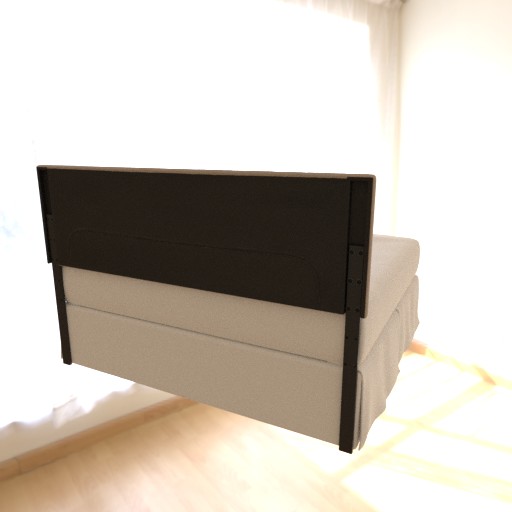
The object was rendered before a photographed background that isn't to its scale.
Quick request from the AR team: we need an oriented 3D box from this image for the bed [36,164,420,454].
[{"bbox_3d":[0.000,0.000,3.258,2.170,1.346,1.914,7,16,27],"label":"bed"}]
